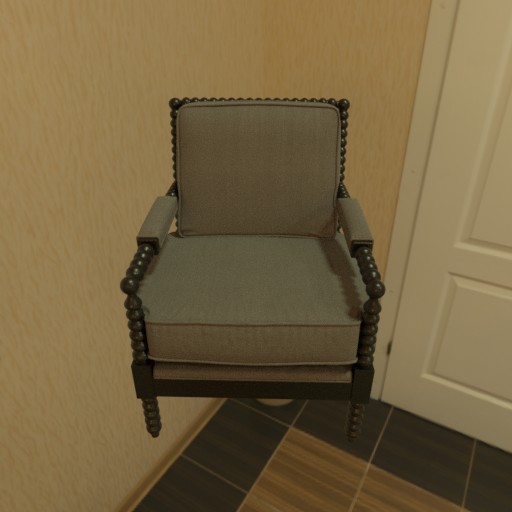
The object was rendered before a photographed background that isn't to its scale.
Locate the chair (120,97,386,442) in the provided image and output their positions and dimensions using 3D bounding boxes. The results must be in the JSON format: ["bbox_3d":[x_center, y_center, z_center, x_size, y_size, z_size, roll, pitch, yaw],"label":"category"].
[{"bbox_3d":[0.000,0.000,1.114,0.540,0.661,0.622,1,30,1],"label":"chair"}]
